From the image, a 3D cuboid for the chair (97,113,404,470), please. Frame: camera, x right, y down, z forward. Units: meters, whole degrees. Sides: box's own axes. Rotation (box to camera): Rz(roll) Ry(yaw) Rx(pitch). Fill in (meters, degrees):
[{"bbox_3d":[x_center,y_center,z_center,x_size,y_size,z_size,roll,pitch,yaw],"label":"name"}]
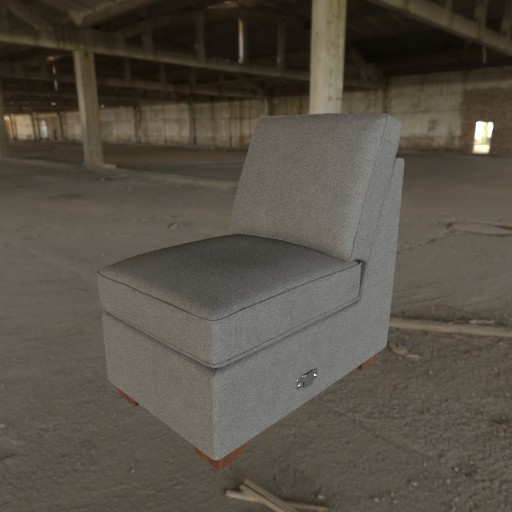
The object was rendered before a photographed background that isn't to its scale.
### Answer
[{"bbox_3d":[0.000,0.000,1.561,0.621,0.970,0.938,15,22,42],"label":"chair"}]
